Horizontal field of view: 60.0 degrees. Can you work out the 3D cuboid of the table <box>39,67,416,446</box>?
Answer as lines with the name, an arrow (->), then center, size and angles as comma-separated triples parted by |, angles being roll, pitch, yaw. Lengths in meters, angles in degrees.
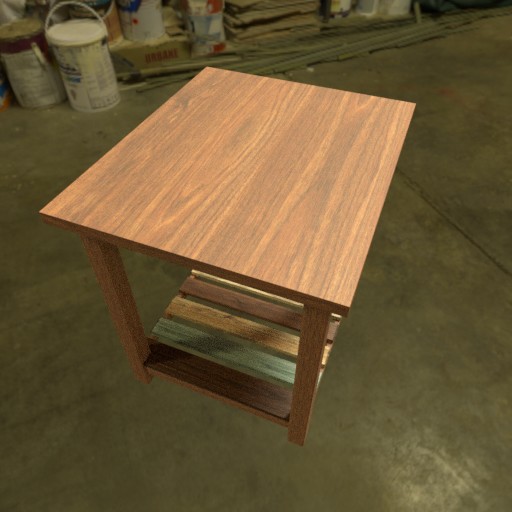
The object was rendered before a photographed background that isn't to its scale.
table -> 0.000, 0.000, 1.149 | 0.559, 0.635, 0.660 | 16, 48, 15
